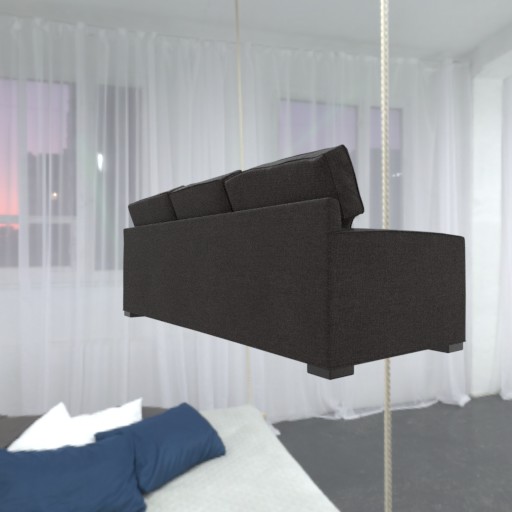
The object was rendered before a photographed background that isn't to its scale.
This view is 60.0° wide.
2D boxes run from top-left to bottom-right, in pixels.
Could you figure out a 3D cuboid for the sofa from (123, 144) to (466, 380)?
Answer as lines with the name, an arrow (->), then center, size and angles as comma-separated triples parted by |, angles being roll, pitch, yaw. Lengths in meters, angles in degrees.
sofa -> 0.000, 0.000, 2.962 | 1.004, 0.978, 2.369 | 0, 0, -36
